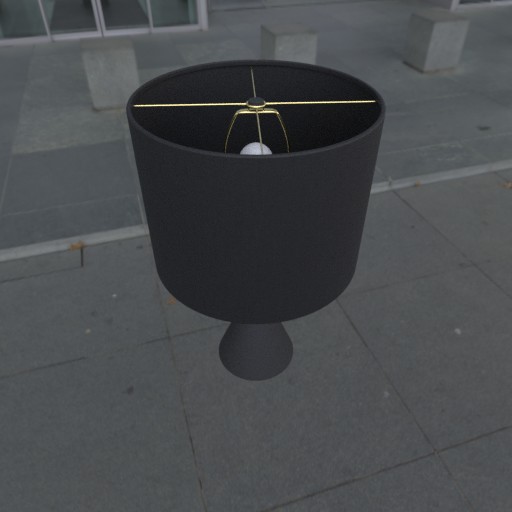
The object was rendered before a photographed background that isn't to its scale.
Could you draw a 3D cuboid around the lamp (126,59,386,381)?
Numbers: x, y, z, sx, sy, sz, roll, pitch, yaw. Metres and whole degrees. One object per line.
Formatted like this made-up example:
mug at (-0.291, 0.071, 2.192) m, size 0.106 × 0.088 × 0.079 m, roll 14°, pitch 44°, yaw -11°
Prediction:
lamp at (0.000, 0.000, 0.813) m, size 0.359 × 0.584 × 0.359 m, roll -2°, pitch 40°, yaw -2°
